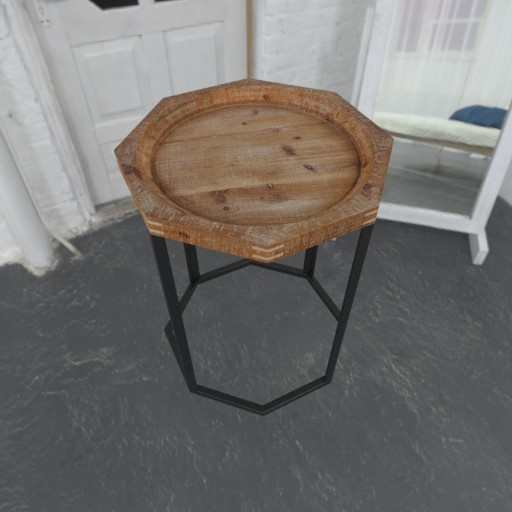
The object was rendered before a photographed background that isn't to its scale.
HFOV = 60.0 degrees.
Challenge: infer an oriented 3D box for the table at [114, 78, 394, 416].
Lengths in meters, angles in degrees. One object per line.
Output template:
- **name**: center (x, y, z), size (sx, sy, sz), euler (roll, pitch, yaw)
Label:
- **table**: center (0.000, 0.000, 0.924), size (0.458, 0.543, 0.458), euler (33, 56, 26)
